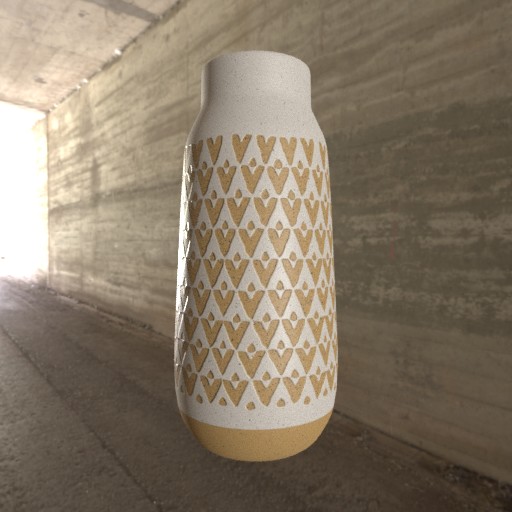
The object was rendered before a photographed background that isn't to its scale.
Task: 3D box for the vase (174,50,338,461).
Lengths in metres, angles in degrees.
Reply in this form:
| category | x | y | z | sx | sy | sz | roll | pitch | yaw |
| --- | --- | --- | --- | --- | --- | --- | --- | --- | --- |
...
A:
| category | x | y | z | sx | sy | sz | roll | pitch | yaw |
| --- | --- | --- | --- | --- | --- | --- | --- | --- | --- |
| vase | 0.000 | 0.000 | 0.375 | 0.137 | 0.307 | 0.137 | 0 | 2 | 0 |
